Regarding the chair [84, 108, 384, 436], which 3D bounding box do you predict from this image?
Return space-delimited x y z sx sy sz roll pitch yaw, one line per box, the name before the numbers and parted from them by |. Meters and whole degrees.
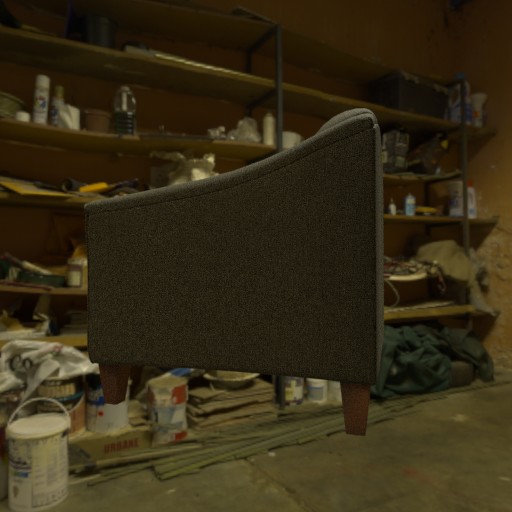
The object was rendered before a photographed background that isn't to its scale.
chair | 0.000 0.000 1.443 0.787 0.839 0.763 0 -1 17
